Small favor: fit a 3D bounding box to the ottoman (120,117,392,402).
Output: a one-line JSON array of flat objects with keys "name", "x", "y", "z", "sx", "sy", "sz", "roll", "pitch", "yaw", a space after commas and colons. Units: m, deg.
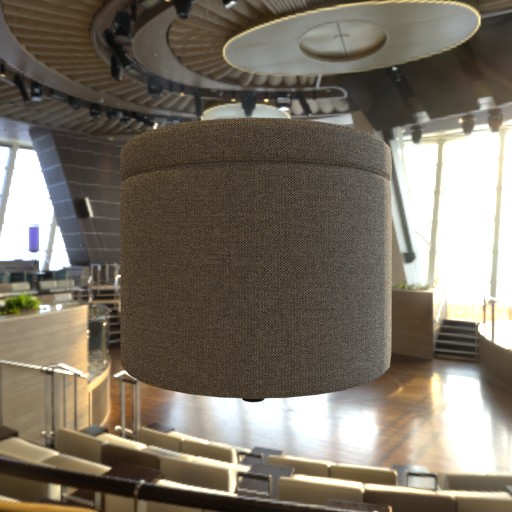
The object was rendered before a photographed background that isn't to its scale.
[{"name": "ottoman", "x": 0.000, "y": 0.000, "z": 0.853, "sx": 0.500, "sy": 0.419, "sz": 0.500, "roll": 0, "pitch": 0, "yaw": 0}]
